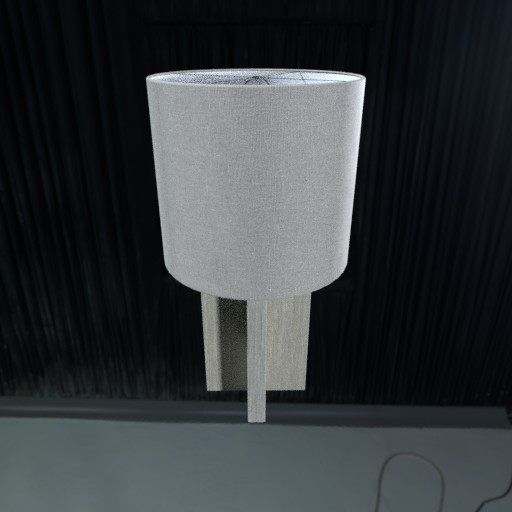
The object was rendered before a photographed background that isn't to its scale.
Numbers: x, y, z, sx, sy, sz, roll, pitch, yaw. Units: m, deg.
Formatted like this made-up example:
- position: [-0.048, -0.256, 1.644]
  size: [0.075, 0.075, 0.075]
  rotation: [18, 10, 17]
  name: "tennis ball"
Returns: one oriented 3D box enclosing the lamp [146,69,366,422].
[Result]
- position: [0.000, 0.000, 0.566]
  size: [0.229, 0.428, 0.229]
  rotation: [0, 26, -1]
  name: "lamp"
